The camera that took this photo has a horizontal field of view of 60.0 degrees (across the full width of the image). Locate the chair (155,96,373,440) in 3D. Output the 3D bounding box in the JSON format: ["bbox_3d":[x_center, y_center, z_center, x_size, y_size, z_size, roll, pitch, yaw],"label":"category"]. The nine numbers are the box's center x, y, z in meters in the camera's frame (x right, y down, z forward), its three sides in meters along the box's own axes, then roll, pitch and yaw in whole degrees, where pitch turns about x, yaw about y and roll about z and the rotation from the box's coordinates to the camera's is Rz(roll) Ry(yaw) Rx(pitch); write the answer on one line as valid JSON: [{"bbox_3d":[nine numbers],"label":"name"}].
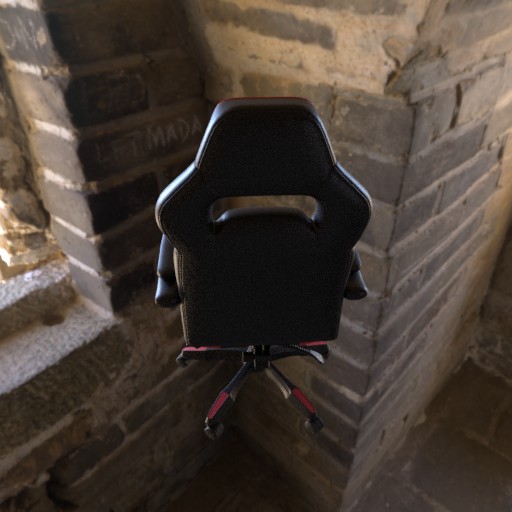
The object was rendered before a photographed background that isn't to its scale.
[{"bbox_3d":[0.000,0.000,1.611,0.700,1.220,0.700,-2,31,-3],"label":"chair"}]
